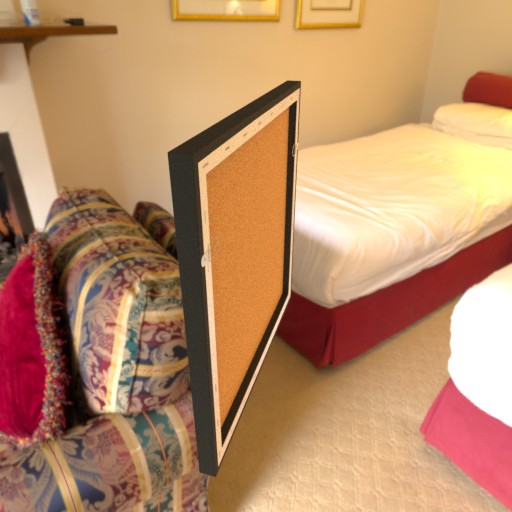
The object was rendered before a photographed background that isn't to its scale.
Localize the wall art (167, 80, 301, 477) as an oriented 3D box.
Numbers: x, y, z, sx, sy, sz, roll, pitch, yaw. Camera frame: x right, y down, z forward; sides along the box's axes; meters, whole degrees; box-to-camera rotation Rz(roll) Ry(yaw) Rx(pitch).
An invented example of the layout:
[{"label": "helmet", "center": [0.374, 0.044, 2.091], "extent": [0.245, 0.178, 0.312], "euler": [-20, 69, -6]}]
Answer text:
[{"label": "wall art", "center": [0.000, 0.000, 1.157], "extent": [0.044, 0.758, 0.758], "euler": [9, 31, 15]}]
